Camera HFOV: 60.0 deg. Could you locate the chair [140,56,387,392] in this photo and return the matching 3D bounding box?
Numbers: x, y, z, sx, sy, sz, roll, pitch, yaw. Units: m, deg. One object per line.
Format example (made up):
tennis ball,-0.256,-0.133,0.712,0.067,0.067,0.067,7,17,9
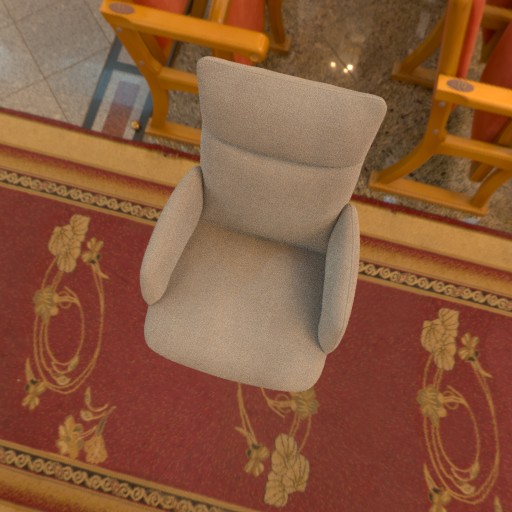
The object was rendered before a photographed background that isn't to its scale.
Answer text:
chair,0.000,0.000,1.601,0.711,1.016,0.889,15,76,4
